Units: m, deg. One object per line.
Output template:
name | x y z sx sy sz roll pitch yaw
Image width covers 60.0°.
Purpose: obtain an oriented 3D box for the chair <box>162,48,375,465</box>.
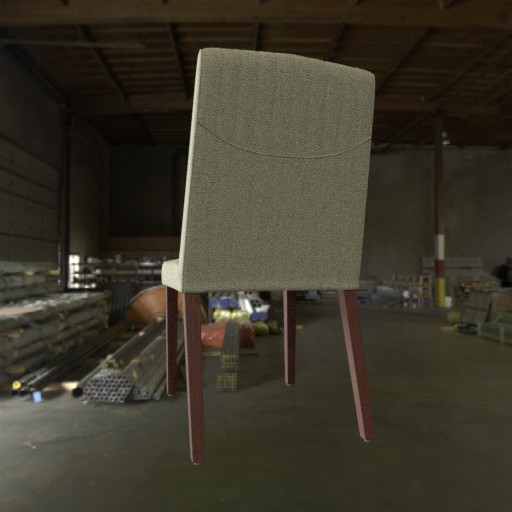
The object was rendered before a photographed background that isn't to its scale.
chair | 0.000 0.000 1.258 0.480 0.900 0.594 0 -1 -17
